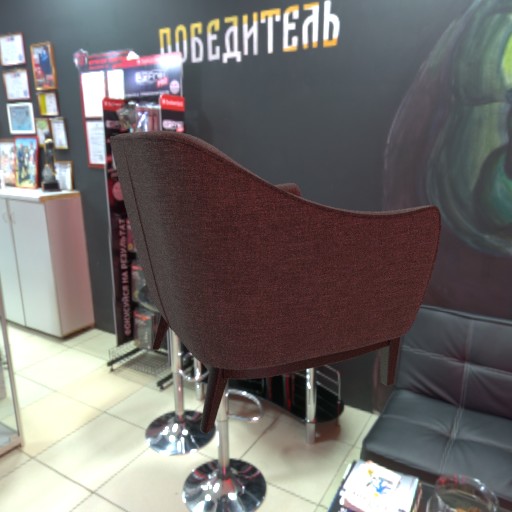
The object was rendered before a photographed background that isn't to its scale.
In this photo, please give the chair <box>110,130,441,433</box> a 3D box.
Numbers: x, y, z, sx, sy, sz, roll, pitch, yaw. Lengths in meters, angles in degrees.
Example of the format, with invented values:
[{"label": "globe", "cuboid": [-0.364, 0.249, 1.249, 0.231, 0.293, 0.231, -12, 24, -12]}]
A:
[{"label": "chair", "cuboid": [0.000, 0.000, 1.547, 0.851, 0.829, 0.870, -7, 16, -25]}]
